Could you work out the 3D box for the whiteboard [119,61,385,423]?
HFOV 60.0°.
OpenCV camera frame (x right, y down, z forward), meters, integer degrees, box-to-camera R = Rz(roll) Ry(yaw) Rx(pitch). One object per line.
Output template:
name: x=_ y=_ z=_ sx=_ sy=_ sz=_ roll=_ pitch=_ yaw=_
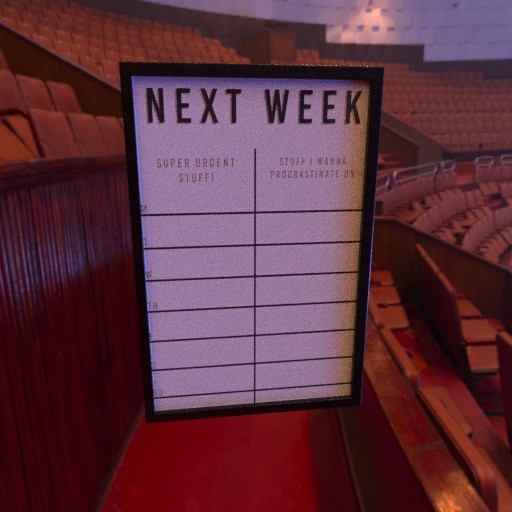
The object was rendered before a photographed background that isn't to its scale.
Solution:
whiteboard: x=0.000 y=0.000 z=0.762 sx=0.406 sy=0.611 sz=0.026 roll=-2 pitch=15 yaw=-8
